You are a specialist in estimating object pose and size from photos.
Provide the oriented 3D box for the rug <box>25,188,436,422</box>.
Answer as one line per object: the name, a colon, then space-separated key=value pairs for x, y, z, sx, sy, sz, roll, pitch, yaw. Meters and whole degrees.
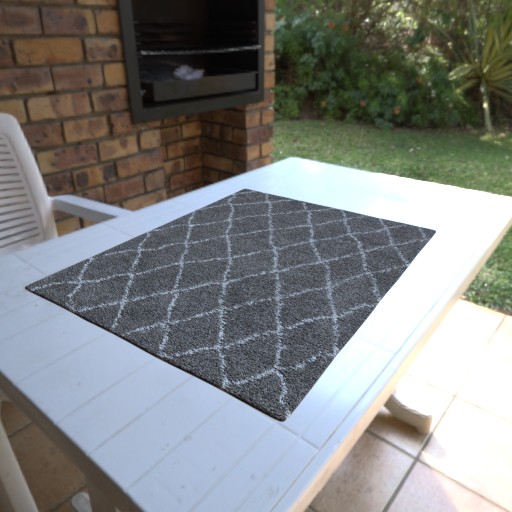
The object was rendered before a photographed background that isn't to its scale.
rug: x=0.000 y=0.000 z=4.061 sx=2.438 sy=0.029 sz=3.047 roll=17 pitch=31 yaw=30
